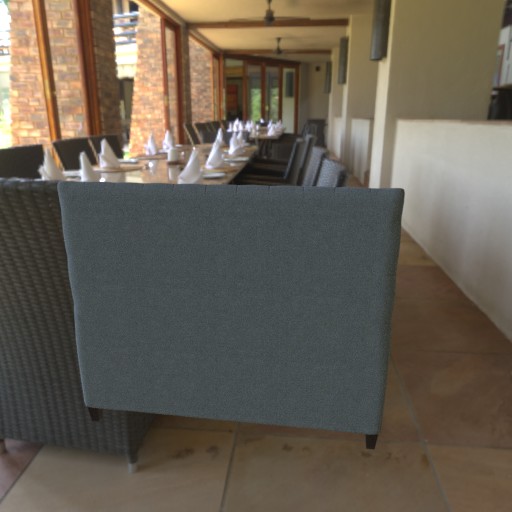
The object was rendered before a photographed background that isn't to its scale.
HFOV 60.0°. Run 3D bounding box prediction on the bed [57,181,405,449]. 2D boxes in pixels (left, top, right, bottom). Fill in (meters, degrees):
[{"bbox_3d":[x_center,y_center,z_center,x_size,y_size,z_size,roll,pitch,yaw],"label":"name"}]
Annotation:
[{"bbox_3d":[0.000,0.000,3.374,1.698,1.411,2.335,3,18,8],"label":"bed"}]
